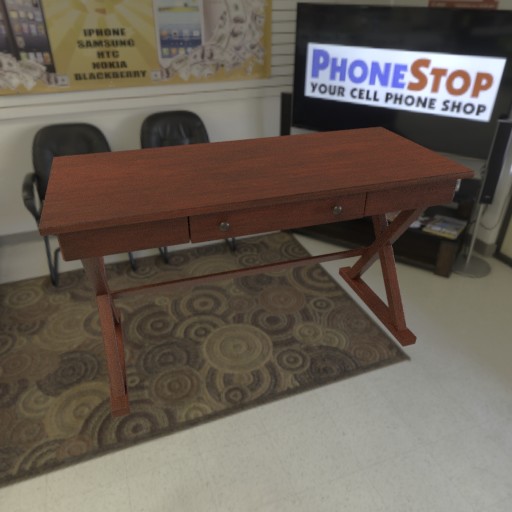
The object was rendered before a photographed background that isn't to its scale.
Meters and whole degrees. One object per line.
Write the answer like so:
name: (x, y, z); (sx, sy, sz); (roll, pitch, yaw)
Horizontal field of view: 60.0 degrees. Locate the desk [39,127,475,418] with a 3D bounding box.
desk: (0.000, 0.000, 1.762); (1.372, 0.761, 0.600); (-9, 32, -15)
